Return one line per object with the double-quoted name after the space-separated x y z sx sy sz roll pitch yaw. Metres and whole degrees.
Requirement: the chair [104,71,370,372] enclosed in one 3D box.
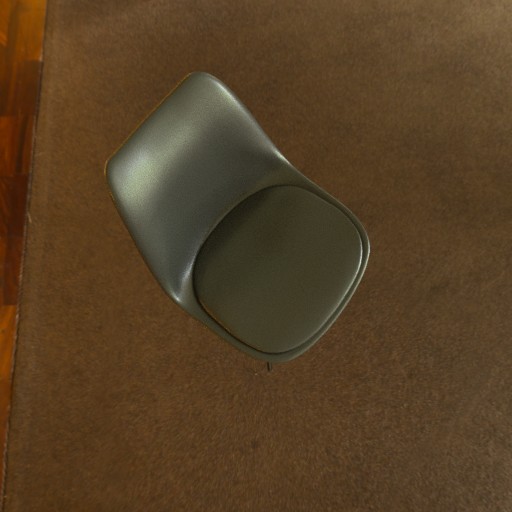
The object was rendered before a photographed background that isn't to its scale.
0.000 0.000 1.179 0.525 0.850 0.461 37 78 9 "chair"
